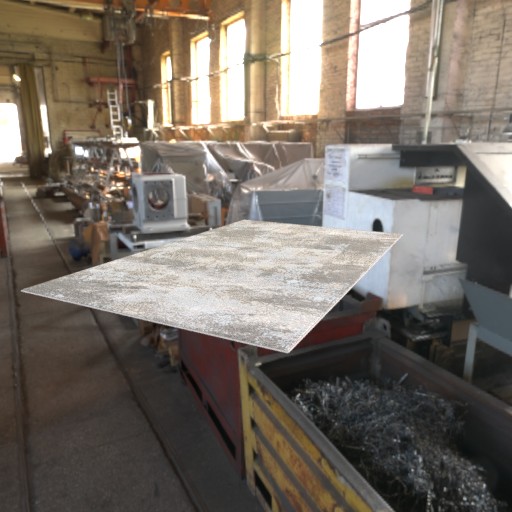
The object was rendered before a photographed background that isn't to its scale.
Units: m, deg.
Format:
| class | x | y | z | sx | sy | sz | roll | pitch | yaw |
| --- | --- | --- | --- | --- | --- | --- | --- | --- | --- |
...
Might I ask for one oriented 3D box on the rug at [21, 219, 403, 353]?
| class | x | y | z | sx | sy | sz | roll | pitch | yaw |
| --- | --- | --- | --- | --- | --- | --- | --- | --- | --- |
| rug | 0.000 | 0.000 | 3.041 | 1.536 | 0.012 | 2.431 | 7 | 16 | 26 |
